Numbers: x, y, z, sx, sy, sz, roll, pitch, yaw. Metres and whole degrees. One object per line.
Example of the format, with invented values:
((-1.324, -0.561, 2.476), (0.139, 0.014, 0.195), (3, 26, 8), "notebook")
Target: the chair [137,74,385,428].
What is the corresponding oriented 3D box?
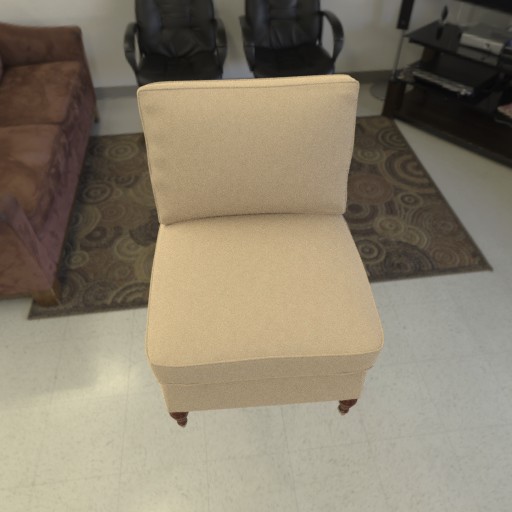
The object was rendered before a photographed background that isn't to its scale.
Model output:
((0.000, 0.000, 1.595), (0.724, 1.052, 0.912), (-3, 47, -3), "chair")
